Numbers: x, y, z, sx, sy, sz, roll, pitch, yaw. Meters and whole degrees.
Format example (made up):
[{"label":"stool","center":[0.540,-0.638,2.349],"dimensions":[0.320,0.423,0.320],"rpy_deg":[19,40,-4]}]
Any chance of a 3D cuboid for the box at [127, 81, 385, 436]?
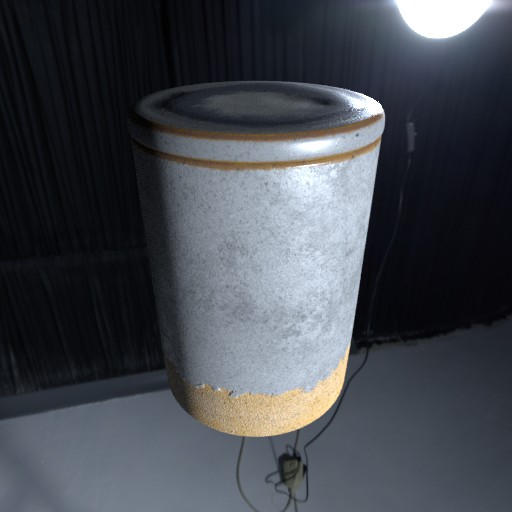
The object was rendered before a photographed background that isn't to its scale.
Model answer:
[{"label":"box","center":[0.000,0.000,0.249],"dimensions":[0.118,0.168,0.118],"rpy_deg":[0,31,0]}]
